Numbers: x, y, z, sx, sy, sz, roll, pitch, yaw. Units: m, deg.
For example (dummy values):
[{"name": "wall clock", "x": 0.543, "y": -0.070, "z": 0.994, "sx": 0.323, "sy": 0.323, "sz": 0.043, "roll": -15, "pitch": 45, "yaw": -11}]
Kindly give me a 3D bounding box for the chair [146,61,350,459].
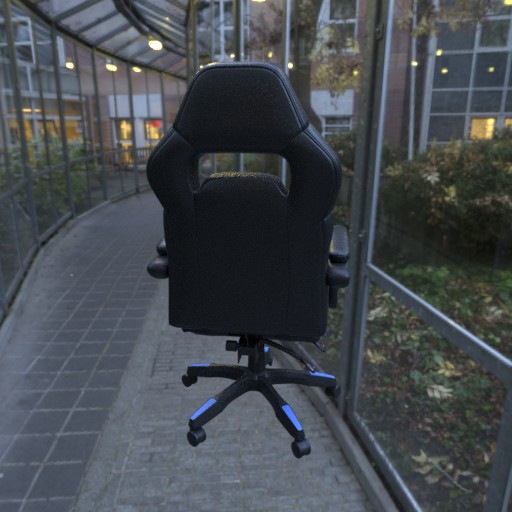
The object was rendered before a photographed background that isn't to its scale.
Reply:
[{"name": "chair", "x": 0.000, "y": 0.000, "z": 1.674, "sx": 0.700, "sy": 1.280, "sz": 0.700, "roll": 2, "pitch": 16, "yaw": 9}]
